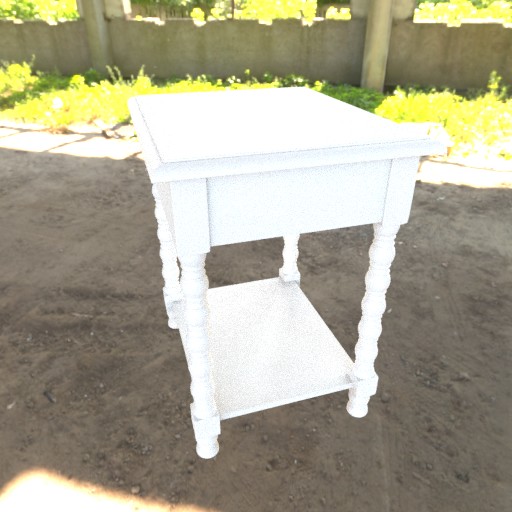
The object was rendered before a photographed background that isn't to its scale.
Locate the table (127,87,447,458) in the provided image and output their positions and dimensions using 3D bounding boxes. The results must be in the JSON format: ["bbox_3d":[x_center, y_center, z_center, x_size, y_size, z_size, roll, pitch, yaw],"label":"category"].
[{"bbox_3d":[0.000,0.000,0.842,0.381,0.531,0.460,-9,31,-15],"label":"table"}]
